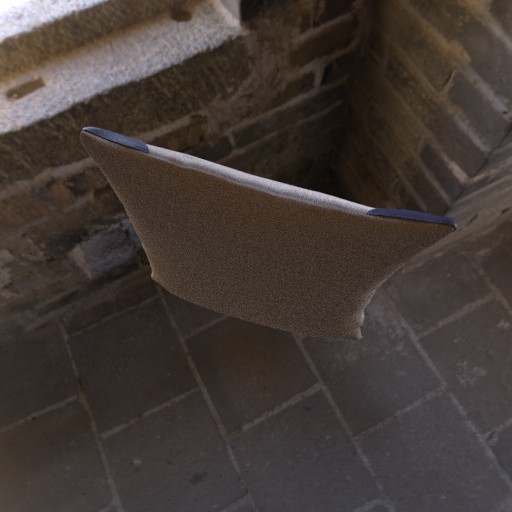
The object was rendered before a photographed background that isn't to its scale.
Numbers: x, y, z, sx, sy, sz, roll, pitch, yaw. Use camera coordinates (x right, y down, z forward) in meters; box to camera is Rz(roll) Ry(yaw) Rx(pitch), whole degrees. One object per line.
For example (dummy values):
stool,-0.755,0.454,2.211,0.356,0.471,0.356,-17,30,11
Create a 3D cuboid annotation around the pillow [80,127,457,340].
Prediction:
pillow,0.000,0.000,0.684,0.440,0.441,0.147,15,65,7
